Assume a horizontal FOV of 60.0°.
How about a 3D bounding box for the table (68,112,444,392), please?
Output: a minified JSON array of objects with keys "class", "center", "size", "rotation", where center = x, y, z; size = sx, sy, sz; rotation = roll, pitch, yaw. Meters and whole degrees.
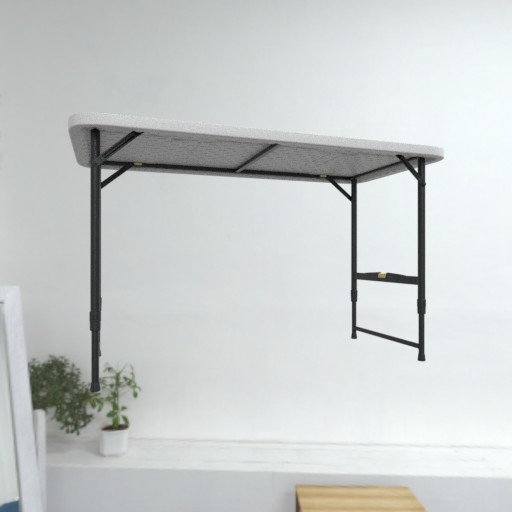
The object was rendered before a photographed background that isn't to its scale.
[{"class":"table","center":[0.000,0.000,1.595],"size":[1.219,0.737,0.610],"rotation":[0,0,-19]}]
